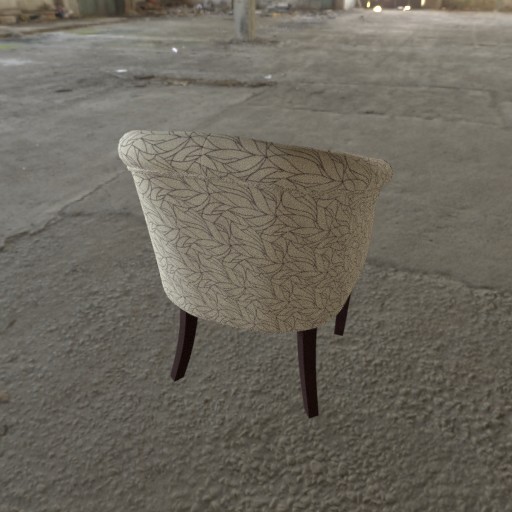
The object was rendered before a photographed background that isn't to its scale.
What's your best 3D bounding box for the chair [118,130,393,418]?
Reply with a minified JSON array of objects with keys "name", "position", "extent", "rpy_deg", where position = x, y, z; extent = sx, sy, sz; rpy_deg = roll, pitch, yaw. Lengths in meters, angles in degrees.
[{"name":"chair","position":[0.000,0.000,1.303],"extent":[0.686,0.858,0.613],"rpy_deg":[10,33,16]}]
